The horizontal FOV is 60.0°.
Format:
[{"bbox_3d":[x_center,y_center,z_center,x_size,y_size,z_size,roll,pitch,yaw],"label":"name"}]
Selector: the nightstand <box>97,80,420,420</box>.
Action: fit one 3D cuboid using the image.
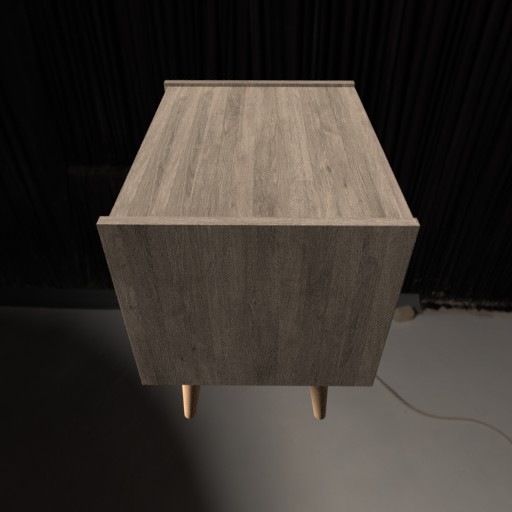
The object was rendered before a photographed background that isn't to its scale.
[{"bbox_3d":[0.000,0.000,0.853,0.380,0.500,0.480,0,40,0],"label":"nightstand"}]
